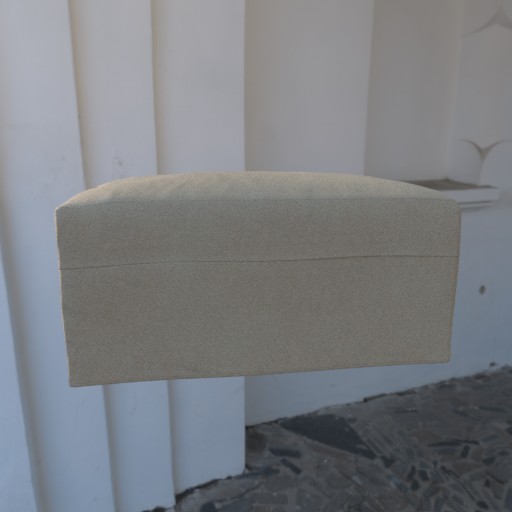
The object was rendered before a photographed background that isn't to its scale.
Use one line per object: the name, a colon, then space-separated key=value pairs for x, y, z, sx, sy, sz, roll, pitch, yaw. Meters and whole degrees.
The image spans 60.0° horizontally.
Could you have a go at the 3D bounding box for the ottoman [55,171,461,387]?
ottoman: x=0.000 y=0.000 z=1.201 sx=0.872 sy=0.444 sz=0.590 roll=-2 pitch=13 yaw=-7
